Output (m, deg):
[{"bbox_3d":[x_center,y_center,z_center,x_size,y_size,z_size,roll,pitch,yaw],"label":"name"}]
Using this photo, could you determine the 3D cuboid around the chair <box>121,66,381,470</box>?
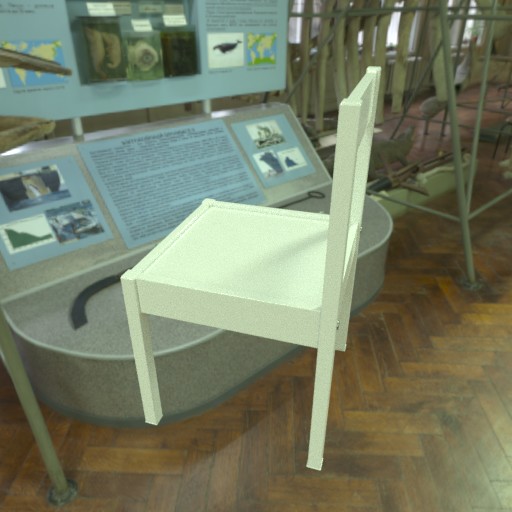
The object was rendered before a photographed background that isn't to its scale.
[{"bbox_3d":[0.000,0.000,0.665,0.285,0.505,0.285,9,31,15],"label":"chair"}]
